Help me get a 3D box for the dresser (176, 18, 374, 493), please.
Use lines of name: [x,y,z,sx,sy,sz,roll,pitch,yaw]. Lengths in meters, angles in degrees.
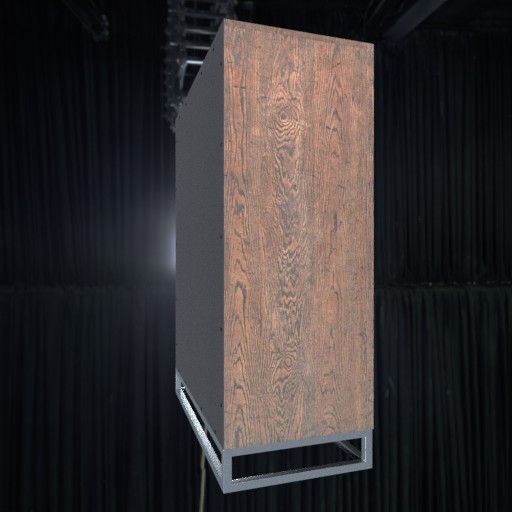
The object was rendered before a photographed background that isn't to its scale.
dresser: [0.000,0.000,1.767,0.508,1.321,0.965,0,0,-18]
